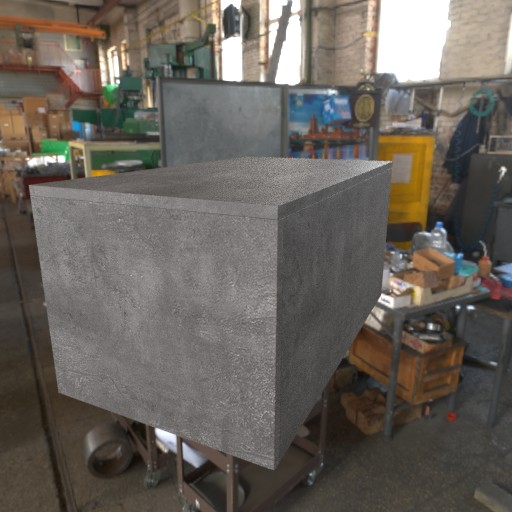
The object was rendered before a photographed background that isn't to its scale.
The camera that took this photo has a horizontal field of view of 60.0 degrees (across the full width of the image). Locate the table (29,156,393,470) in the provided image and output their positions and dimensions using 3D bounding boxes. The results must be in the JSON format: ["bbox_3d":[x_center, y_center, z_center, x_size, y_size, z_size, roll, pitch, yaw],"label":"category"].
[{"bbox_3d":[0.000,0.000,0.917,0.400,0.350,0.700,8,18,25],"label":"table"}]
